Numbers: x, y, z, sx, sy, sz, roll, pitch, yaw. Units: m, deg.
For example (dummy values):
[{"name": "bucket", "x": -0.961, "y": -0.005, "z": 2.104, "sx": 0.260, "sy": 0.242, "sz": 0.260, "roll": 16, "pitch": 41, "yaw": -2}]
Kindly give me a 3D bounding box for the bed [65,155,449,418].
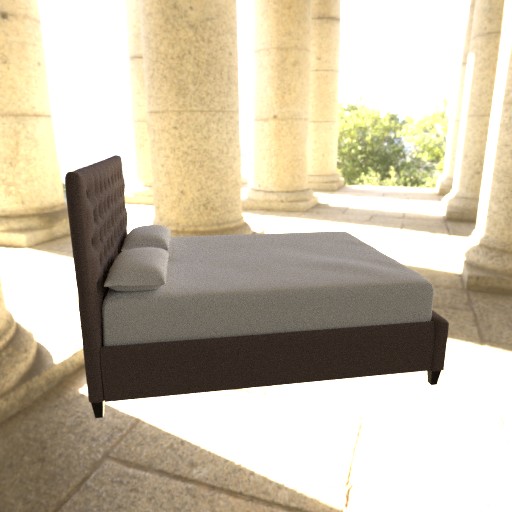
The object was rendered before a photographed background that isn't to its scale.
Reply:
[{"name": "bed", "x": 0.000, "y": 0.000, "z": 3.350, "sx": 2.233, "sy": 1.426, "sz": 1.696, "roll": -3, "pitch": 16, "yaw": -9}]
